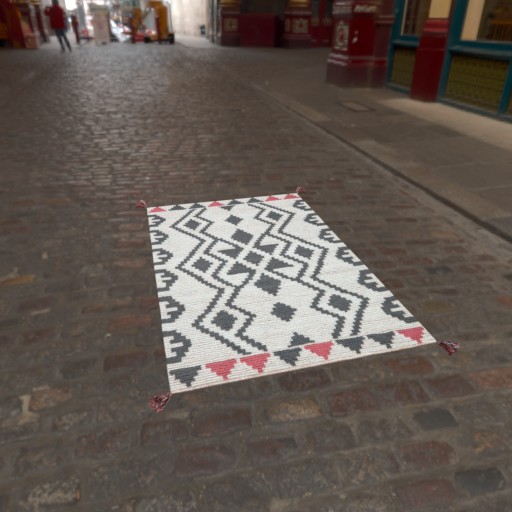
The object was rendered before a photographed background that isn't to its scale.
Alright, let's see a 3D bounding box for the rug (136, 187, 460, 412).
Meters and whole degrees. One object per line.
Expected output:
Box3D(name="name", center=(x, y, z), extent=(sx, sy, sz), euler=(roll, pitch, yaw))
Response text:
Box3D(name="rug", center=(0.000, 0.000, 3.398), extent=(1.741, 0.066, 2.672), euler=(-7, 30, -13))
